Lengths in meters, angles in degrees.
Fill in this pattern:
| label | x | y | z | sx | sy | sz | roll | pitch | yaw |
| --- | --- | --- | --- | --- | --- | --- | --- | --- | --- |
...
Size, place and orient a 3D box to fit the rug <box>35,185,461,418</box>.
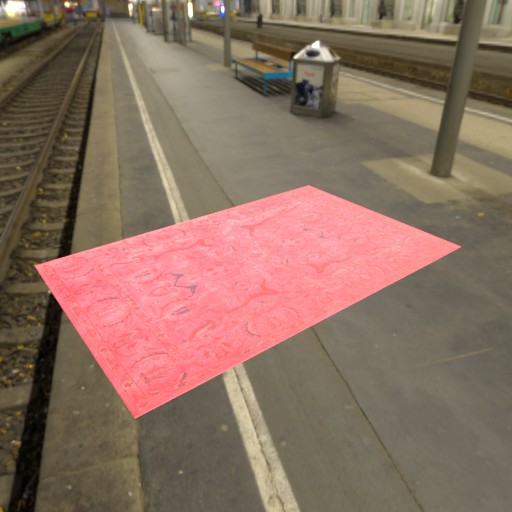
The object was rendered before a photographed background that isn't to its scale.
| label | x | y | z | sx | sy | sz | roll | pitch | yaw |
| --- | --- | --- | --- | --- | --- | --- | --- | --- | --- |
| rug | 0.000 | 0.000 | 2.972 | 2.423 | 0.010 | 1.534 | -21 | 35 | -32 |
